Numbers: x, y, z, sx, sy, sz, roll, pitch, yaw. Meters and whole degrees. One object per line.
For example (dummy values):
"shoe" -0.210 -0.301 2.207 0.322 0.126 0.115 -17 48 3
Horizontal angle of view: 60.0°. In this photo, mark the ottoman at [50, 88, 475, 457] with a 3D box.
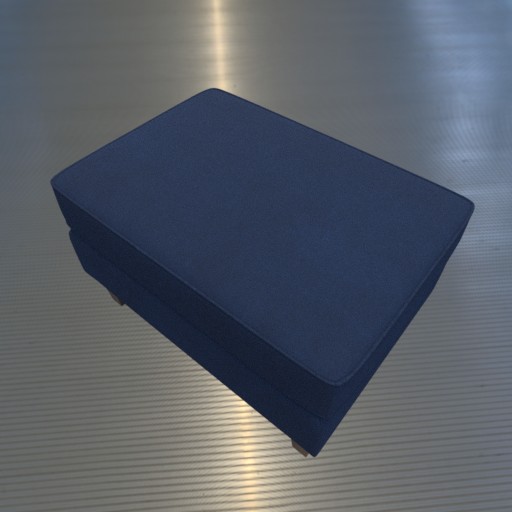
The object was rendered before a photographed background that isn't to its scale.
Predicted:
"ottoman" 0.000 0.000 1.365 0.965 0.584 0.686 32 56 25
